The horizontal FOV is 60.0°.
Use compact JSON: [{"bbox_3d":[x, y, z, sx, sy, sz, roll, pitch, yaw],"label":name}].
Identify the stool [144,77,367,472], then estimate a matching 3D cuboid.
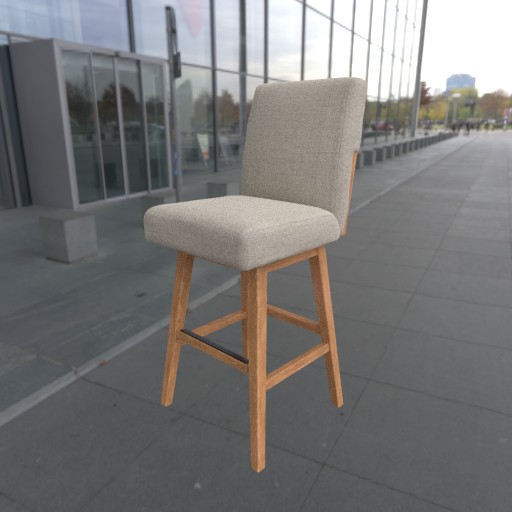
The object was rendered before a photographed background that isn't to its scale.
[{"bbox_3d":[0.000,0.000,1.452,0.483,1.106,0.569,15,23,41],"label":"stool"}]
